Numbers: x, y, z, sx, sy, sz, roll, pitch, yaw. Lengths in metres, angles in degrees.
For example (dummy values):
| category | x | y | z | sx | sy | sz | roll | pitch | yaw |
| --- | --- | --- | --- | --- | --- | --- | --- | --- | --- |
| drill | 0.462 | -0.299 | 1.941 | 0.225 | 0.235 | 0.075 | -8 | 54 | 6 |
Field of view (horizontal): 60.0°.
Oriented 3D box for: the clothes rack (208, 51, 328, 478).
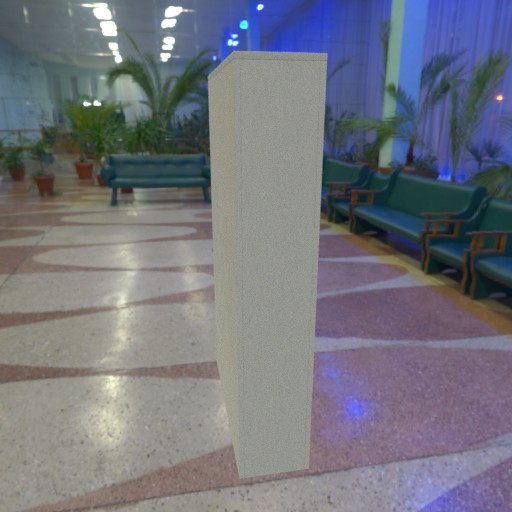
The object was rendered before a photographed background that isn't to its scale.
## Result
| category | x | y | z | sx | sy | sz | roll | pitch | yaw |
| --- | --- | --- | --- | --- | --- | --- | --- | --- | --- |
| clothes rack | 0.000 | 0.000 | 1.628 | 0.250 | 1.280 | 0.750 | -3 | 18 | -10 |
